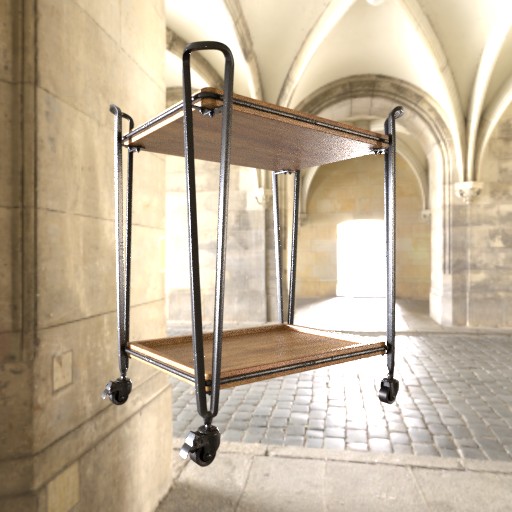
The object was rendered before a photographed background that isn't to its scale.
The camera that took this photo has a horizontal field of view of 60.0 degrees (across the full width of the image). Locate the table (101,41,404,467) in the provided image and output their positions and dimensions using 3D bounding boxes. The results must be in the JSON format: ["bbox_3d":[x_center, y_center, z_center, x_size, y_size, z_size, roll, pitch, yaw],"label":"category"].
[{"bbox_3d":[0.000,0.000,1.181,0.672,0.785,0.505,0,0,-38],"label":"table"}]
